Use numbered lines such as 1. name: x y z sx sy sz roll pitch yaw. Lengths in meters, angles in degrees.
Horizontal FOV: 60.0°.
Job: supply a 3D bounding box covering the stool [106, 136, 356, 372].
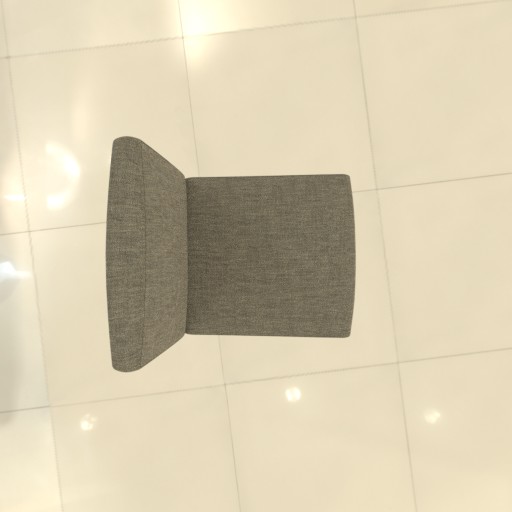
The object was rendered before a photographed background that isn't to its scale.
1. stool: 0.000 0.000 1.272 0.552 0.966 0.451 0 90 -1
